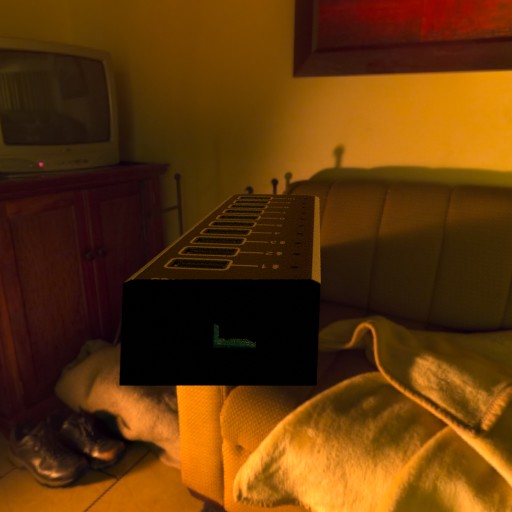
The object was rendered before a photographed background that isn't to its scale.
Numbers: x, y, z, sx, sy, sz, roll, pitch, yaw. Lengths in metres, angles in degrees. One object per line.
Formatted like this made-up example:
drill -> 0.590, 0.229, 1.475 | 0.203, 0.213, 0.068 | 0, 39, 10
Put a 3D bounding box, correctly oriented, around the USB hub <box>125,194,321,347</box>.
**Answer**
USB hub -> 0.000, 0.000, 0.158 | 0.044, 0.023, 0.145 | 2, 17, 7
